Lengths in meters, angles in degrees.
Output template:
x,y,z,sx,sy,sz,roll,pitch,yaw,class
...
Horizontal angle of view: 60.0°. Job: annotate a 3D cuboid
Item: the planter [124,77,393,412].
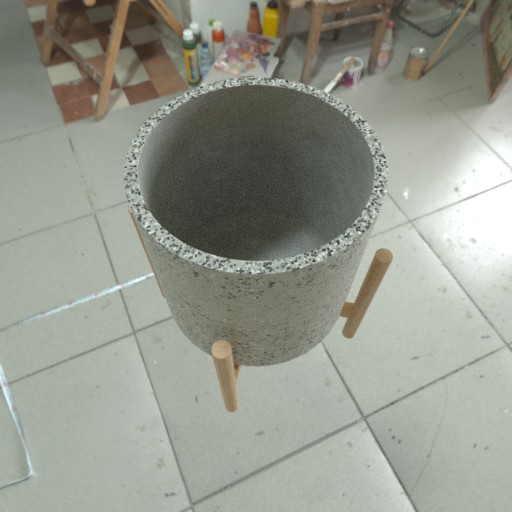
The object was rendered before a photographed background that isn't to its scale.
x,y,z,sx,sy,sz,roll,pitch,yaw,class
0.000,0.000,0.691,0.360,0.419,0.360,32,63,18,planter
